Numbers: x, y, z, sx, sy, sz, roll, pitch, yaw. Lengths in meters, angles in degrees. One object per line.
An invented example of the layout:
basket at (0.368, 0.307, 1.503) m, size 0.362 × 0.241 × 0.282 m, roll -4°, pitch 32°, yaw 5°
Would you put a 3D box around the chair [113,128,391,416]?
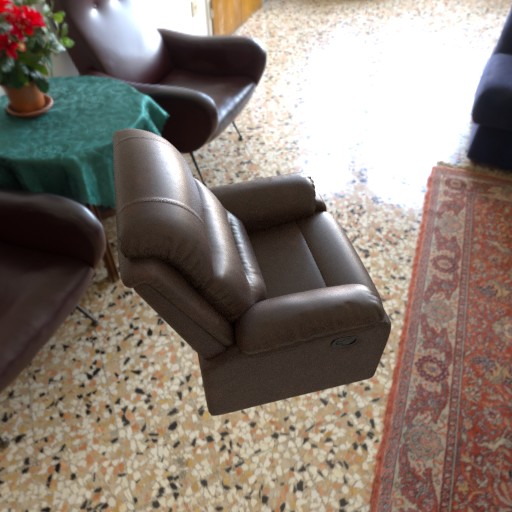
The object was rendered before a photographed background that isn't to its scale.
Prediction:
chair at (0.000, 0.000, 1.740) m, size 0.919 × 0.992 × 0.855 m, roll -10°, pitch 47°, yaw -10°
